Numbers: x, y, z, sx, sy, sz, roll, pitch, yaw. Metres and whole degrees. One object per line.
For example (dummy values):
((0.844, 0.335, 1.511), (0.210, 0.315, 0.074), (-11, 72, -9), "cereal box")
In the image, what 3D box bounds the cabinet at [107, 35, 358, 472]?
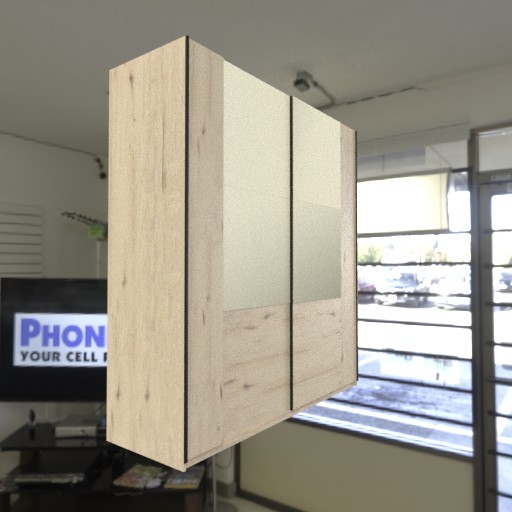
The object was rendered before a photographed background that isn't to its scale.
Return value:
((0.000, 0.000, 3.200), (0.660, 2.180, 2.000), (-1, -2, 38), "cabinet")
